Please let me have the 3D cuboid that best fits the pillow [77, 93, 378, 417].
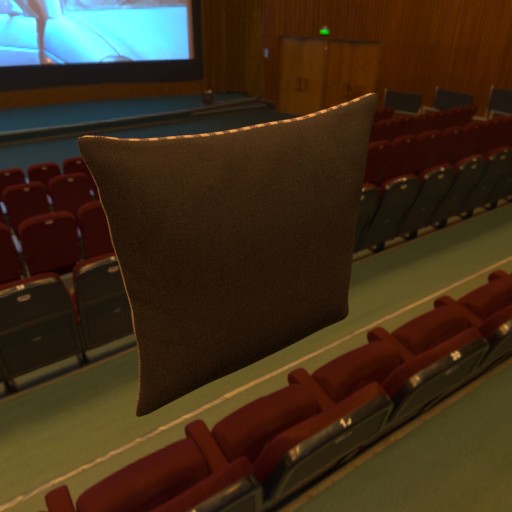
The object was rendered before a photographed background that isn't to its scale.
[{"bbox_3d":[0.000,0.000,0.787,0.523,0.506,0.166,-19,35,-29],"label":"pillow"}]
